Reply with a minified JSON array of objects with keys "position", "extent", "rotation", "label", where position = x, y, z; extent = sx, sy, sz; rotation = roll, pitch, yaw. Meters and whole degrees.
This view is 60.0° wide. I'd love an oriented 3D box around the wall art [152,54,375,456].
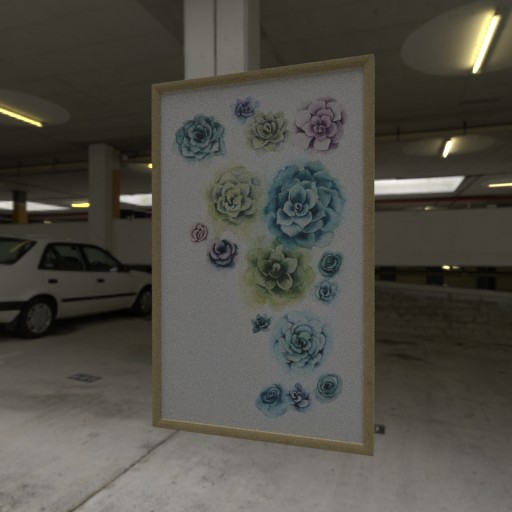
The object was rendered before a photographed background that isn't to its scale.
[{"position":[0.000,0.000,0.985],"extent":[0.510,0.810,0.039],"rotation":[0,0,18],"label":"wall art"}]
